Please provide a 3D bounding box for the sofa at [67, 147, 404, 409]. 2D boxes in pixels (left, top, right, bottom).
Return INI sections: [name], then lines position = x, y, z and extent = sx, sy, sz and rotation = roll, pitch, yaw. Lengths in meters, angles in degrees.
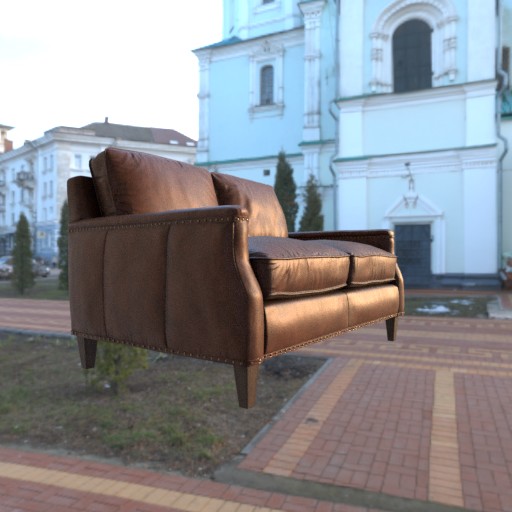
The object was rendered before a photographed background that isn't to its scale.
[sofa]
position = 0.000, 0.000, 2.326
extent = 1.083, 1.003, 1.628
rotation = 0, 0, 36
